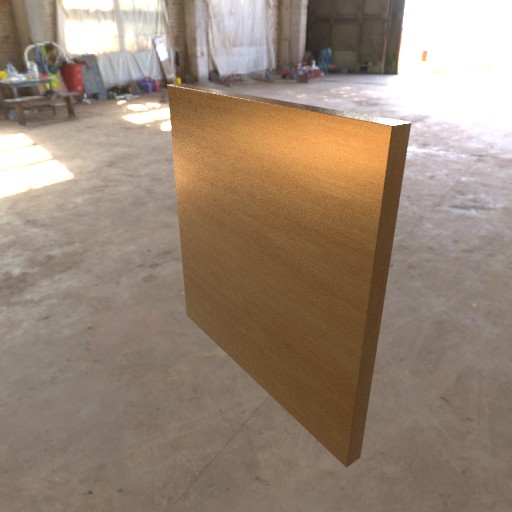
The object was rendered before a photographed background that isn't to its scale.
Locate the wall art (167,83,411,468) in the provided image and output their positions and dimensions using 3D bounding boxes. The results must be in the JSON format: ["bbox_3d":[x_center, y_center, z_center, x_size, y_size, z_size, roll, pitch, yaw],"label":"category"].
[{"bbox_3d":[0.000,0.000,0.448,0.019,0.302,0.302,-18,32,-32],"label":"wall art"}]
